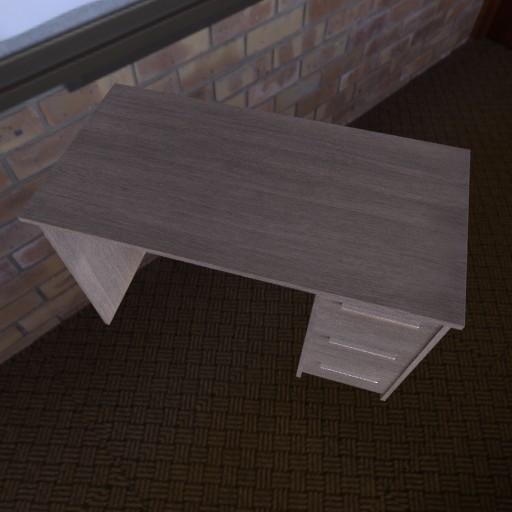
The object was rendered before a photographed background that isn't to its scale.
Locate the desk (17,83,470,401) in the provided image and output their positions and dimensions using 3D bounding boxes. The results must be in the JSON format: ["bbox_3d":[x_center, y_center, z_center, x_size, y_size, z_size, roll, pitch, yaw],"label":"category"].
[{"bbox_3d":[0.000,0.000,1.494,1.097,0.735,0.560,13,58,9],"label":"desk"}]
